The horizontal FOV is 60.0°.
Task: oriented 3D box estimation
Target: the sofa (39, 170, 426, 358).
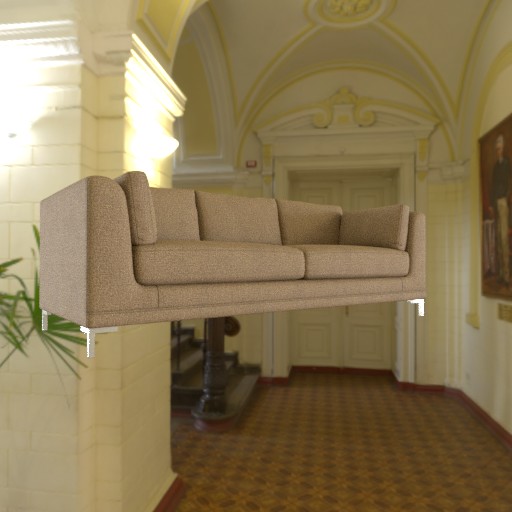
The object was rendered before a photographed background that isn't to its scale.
[{"bbox_3d":[0.000,0.000,2.902,2.415,0.867,0.969,0,-1,-37],"label":"sofa"}]
